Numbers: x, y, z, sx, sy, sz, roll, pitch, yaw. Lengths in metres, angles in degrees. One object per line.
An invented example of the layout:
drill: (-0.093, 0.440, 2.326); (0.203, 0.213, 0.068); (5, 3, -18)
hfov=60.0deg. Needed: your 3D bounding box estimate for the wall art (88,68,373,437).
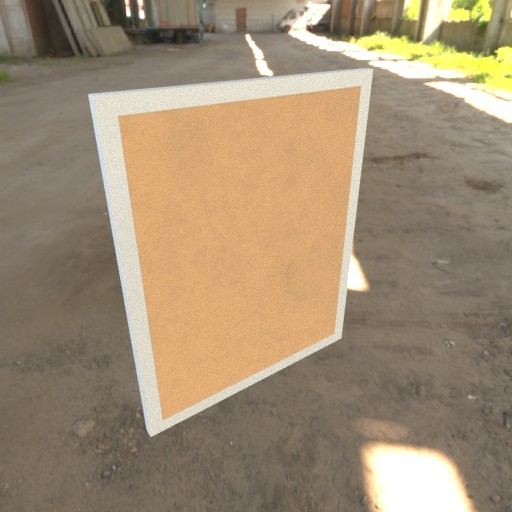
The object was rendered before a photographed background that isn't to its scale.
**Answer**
wall art: (0.000, 0.000, 1.087); (0.661, 0.811, 0.026); (-19, 34, -30)
